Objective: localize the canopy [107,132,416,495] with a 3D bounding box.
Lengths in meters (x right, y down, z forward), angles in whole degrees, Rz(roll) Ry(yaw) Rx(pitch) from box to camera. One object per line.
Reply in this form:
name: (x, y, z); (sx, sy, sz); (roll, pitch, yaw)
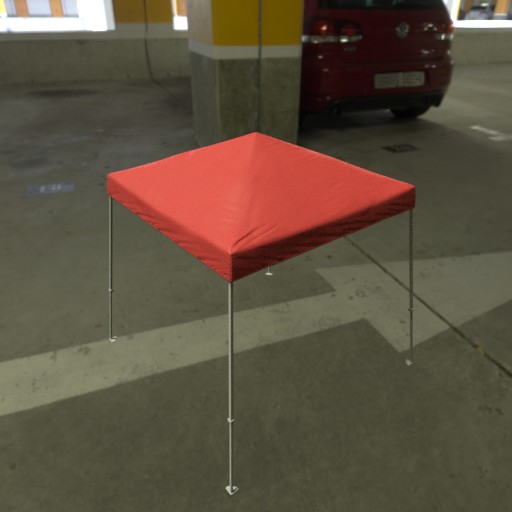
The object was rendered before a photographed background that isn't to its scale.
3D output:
canopy: (0.000, 0.000, 5.162); (2.849, 2.849, 2.848); (-21, 35, -33)
